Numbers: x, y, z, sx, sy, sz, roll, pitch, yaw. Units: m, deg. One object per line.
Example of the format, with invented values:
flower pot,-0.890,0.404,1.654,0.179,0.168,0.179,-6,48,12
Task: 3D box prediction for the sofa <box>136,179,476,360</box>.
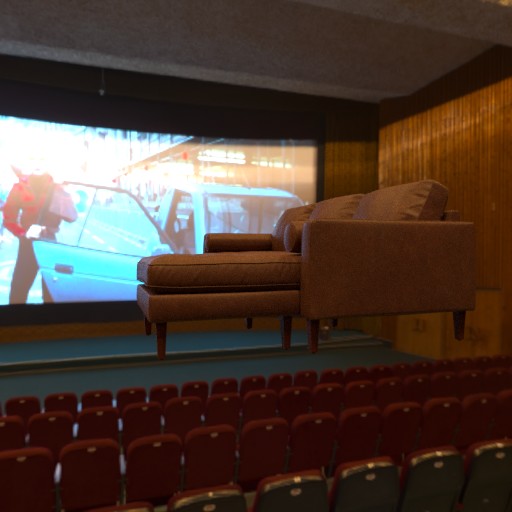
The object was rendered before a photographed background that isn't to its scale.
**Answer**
sofa,0.000,0.000,2.982,1.613,0.841,2.185,0,1,-19
